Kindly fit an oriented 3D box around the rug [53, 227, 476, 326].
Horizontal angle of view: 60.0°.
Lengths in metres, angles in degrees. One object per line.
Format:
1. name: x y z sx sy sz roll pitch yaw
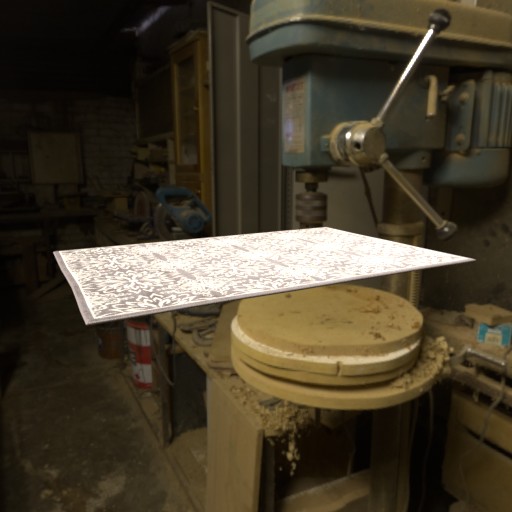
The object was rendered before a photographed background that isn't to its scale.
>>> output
1. rug: 0.000 0.000 2.315 1.847 0.012 1.224 -7 14 -28
